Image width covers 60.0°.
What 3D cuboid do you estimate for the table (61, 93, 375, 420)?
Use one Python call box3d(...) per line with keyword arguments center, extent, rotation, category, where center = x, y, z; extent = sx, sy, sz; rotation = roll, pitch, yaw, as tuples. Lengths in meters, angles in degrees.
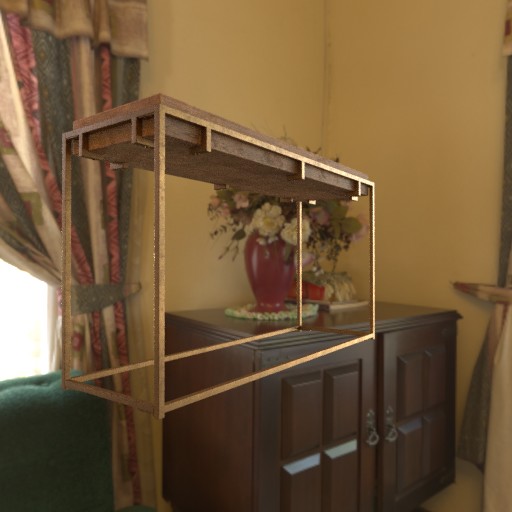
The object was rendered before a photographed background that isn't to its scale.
box3d(center=(0.000, 0.000, 1.787), extent=(0.440, 0.820, 1.400), rotation=(0, -1, 36), category="table")
